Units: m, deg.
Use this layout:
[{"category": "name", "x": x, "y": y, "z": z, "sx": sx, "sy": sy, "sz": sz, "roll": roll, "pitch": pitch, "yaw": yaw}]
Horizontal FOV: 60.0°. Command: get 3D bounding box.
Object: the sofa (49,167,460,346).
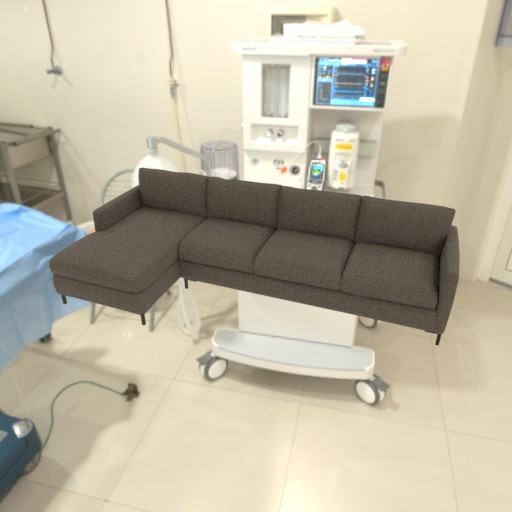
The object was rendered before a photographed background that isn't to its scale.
[{"category": "sofa", "x": 0.000, "y": 0.000, "z": 3.231, "sx": 2.731, "sy": 0.754, "sz": 1.258, "roll": 11, "pitch": 31, "yaw": 18}]
